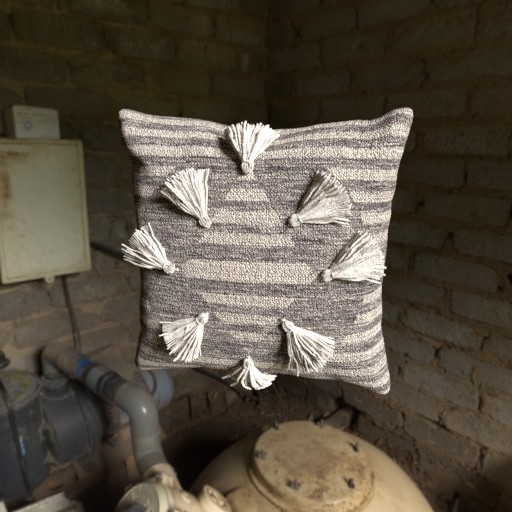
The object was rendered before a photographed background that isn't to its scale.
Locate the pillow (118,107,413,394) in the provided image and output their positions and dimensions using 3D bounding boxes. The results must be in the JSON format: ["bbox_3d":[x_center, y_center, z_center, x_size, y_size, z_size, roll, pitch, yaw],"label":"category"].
[{"bbox_3d":[0.000,0.000,0.766,0.484,0.490,0.234,3,15,10],"label":"pillow"}]
